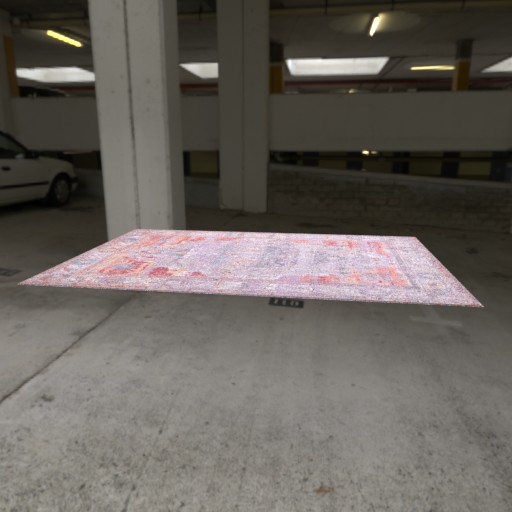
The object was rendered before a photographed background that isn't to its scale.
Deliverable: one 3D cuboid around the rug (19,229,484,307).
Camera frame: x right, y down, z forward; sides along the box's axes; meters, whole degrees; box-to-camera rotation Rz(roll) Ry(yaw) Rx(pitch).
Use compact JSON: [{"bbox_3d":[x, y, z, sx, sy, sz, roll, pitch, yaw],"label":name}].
[{"bbox_3d":[0.000,0.000,2.300,1.829,0.005,1.219,2,14,8],"label":"rug"}]
